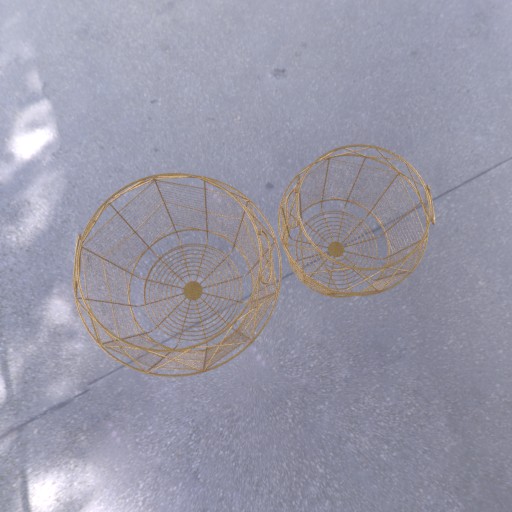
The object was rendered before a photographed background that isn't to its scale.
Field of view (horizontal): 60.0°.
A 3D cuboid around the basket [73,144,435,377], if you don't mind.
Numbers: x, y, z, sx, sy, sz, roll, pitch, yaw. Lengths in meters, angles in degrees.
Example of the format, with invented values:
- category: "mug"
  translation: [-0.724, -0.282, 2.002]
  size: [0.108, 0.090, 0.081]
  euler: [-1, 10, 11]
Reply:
- category: "basket"
  translation: [0.000, 0.000, 1.047]
  size: [0.805, 0.343, 0.451]
  euler: [-16, 75, -4]
